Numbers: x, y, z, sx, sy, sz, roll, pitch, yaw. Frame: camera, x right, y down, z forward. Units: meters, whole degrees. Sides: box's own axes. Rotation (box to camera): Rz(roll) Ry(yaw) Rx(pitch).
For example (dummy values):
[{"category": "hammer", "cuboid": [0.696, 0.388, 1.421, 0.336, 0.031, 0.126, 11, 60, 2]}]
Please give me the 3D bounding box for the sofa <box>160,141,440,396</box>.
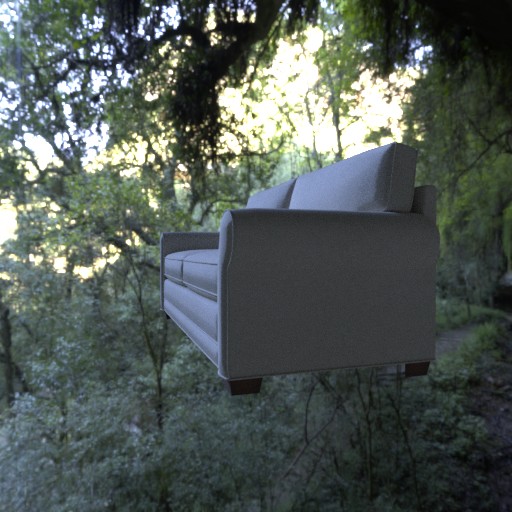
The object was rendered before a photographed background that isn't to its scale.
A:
[{"category": "sofa", "cuboid": [0.000, 0.000, 2.605, 0.901, 0.962, 2.146, 0, 1, -18]}]
